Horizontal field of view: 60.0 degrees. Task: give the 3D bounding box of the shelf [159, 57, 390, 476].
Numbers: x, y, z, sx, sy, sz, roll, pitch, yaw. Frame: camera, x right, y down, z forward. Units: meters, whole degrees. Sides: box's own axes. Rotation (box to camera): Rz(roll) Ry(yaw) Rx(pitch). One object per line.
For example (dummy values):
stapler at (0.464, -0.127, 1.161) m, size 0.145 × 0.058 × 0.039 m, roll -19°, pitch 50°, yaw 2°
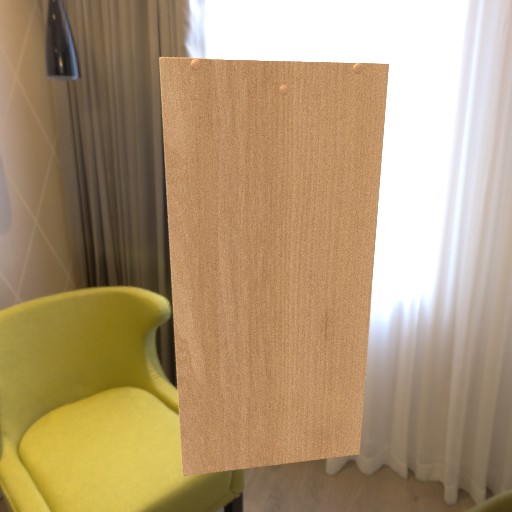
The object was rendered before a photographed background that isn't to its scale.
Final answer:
shelf at (0.000, 0.000, 0.793) m, size 0.290 × 0.600 × 0.350 m, roll -3°, pitch 16°, yaw -9°
